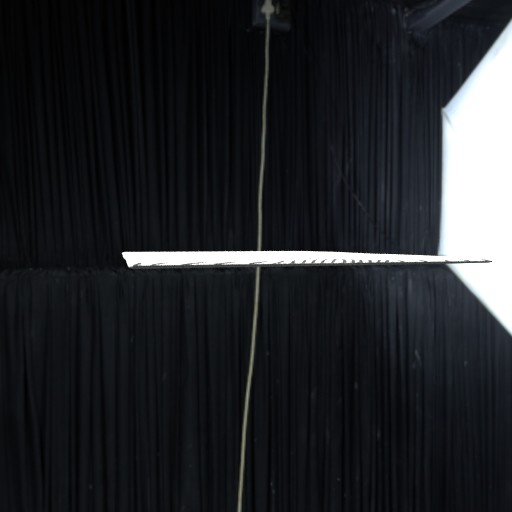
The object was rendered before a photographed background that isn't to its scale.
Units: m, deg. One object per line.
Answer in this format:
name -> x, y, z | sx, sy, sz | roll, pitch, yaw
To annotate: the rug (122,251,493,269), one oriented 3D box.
rug -> 0.000, 0.000, 3.194 | 1.829, 0.028, 2.449 | 0, 2, -17
